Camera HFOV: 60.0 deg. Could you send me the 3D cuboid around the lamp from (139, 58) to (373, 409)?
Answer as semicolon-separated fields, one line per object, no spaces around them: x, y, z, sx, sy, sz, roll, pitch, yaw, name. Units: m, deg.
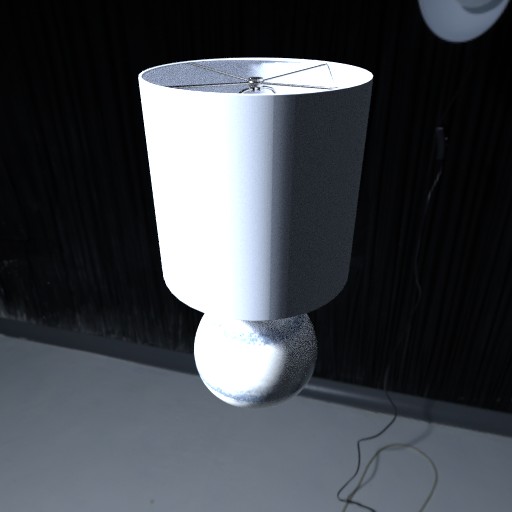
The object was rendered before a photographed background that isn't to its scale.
0.000;0.000;0.522;0.216;0.404;0.216;9;32;15;lamp
